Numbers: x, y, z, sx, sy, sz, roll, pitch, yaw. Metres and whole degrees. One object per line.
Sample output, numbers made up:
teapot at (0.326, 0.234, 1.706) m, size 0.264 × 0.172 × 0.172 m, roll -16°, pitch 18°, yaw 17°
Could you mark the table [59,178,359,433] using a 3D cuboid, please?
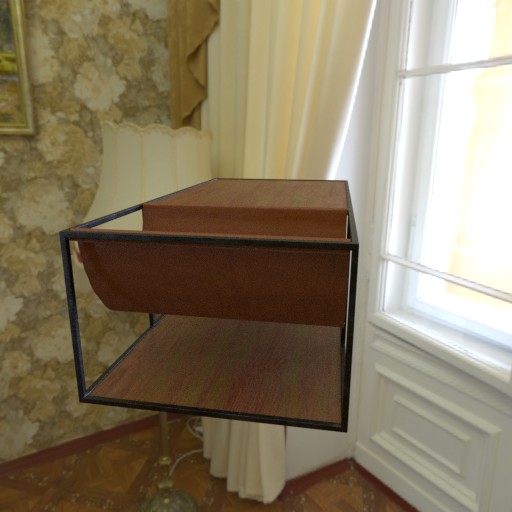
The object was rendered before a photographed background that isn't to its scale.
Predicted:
table at (0.000, 0.000, 1.471) m, size 0.597 × 0.403 × 1.199 m, roll 3°, pitch 15°, yaw 10°
